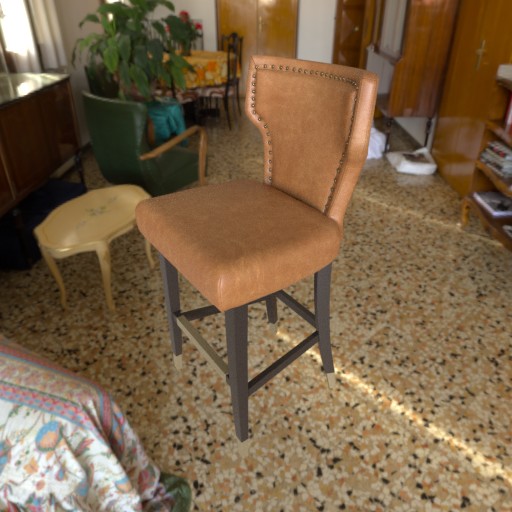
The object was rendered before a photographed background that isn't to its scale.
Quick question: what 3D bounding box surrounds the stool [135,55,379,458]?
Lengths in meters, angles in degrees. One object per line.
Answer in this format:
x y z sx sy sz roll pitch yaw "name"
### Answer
0.000 0.000 1.383 0.563 1.092 0.526 -19 36 -29 "stool"
